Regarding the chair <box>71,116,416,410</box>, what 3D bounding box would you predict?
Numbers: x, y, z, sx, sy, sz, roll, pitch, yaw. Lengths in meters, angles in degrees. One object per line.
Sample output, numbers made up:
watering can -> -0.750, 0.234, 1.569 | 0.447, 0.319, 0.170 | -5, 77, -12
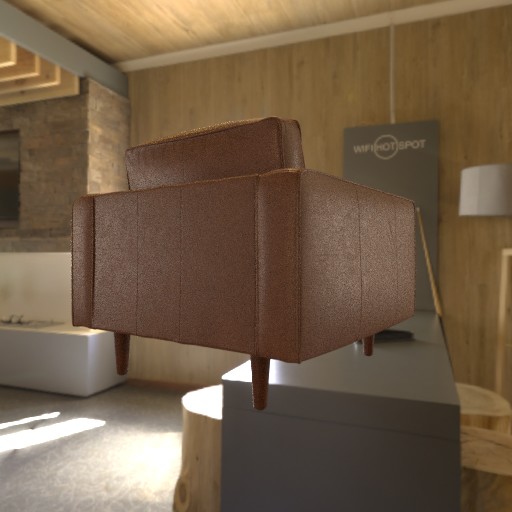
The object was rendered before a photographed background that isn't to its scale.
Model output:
chair -> 0.000, 0.000, 1.572 | 0.920, 0.770, 0.900 | 0, 0, 36
